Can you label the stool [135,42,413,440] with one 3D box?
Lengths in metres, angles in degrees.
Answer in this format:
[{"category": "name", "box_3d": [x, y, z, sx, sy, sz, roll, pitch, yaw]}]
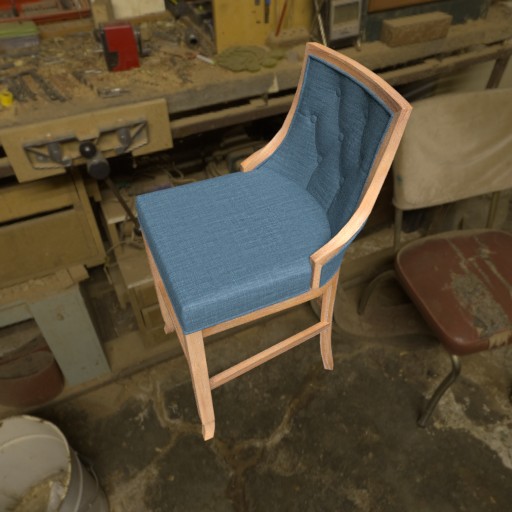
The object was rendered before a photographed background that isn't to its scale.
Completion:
[{"category": "stool", "box_3d": [0.000, 0.000, 1.424, 0.626, 1.101, 0.524, -18, 48, -17]}]
